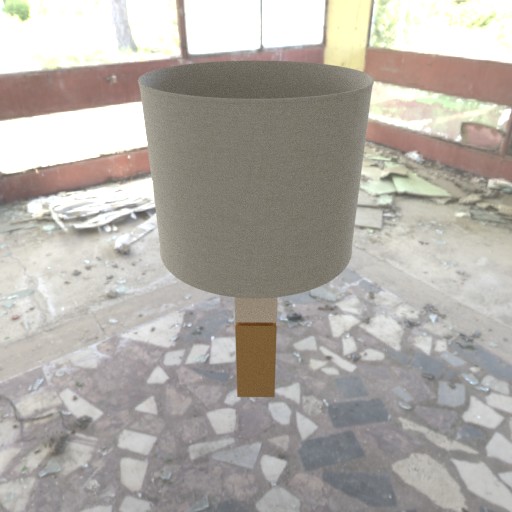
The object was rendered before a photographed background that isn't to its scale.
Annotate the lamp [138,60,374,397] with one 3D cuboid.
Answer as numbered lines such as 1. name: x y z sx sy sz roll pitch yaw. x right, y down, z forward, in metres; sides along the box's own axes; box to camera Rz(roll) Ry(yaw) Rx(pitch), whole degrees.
1. lamp: 0.000 0.000 0.547 0.229 0.417 0.229 0 31 0
